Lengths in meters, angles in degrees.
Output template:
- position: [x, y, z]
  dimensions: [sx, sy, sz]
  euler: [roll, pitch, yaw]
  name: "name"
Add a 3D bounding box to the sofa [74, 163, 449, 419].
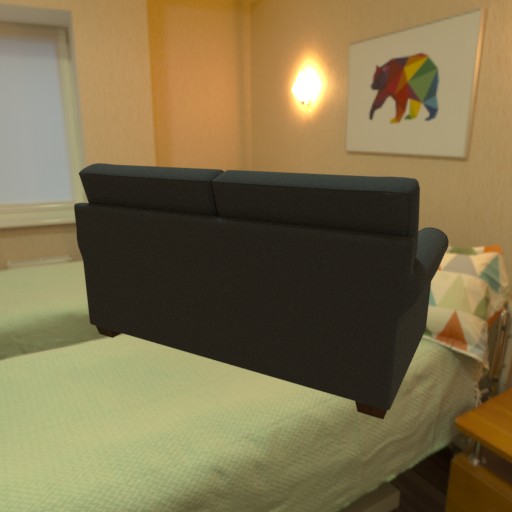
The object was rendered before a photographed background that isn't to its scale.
- position: [0.000, 0.000, 2.525]
  dimensions: [1.930, 1.020, 0.940]
  euler: [8, 18, 28]
  name: "sofa"
